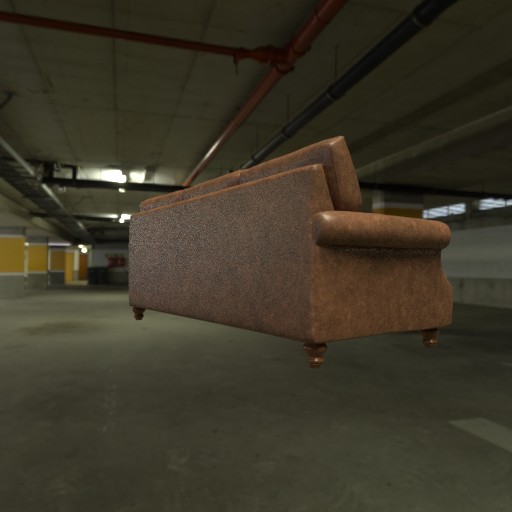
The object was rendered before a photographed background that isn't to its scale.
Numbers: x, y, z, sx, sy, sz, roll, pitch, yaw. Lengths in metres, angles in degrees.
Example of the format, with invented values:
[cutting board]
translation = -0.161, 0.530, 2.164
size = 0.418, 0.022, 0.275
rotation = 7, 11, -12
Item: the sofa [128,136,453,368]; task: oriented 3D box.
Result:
[sofa]
translation = 0.000, 0.000, 2.905
size = 0.973, 0.977, 2.351
rotation = 1, -2, -35
